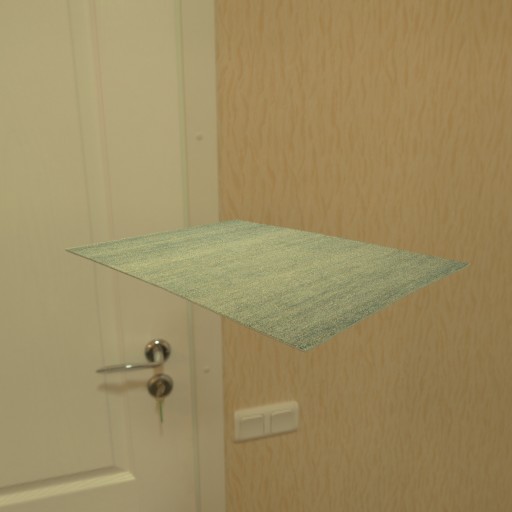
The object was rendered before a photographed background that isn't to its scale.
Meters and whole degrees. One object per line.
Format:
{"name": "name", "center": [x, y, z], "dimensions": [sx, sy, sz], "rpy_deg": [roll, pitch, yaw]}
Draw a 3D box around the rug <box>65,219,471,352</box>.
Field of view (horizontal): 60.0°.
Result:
{"name": "rug", "center": [0.000, 0.000, 4.381], "dimensions": [2.461, 0.046, 3.237], "rpy_deg": [-14, 21, -43]}
